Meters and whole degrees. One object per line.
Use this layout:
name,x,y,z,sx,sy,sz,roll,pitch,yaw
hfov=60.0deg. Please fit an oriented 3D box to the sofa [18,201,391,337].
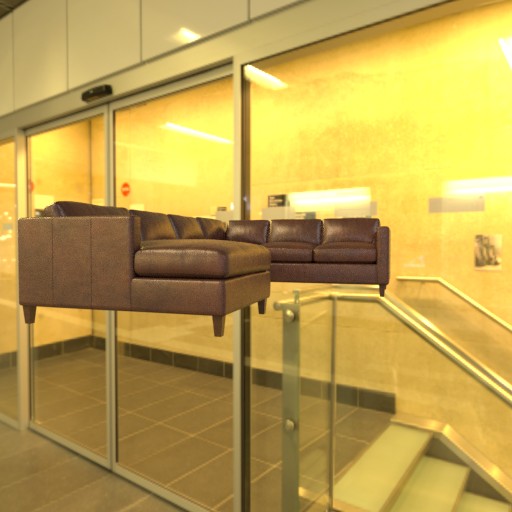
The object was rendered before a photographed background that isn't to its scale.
sofa,0.000,0.000,4.302,2.452,0.891,3.324,1,2,18
